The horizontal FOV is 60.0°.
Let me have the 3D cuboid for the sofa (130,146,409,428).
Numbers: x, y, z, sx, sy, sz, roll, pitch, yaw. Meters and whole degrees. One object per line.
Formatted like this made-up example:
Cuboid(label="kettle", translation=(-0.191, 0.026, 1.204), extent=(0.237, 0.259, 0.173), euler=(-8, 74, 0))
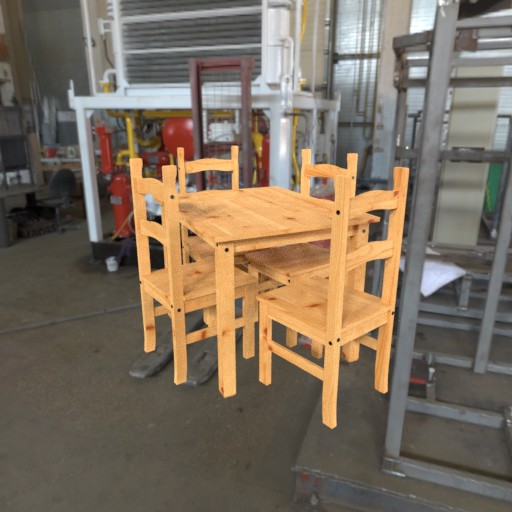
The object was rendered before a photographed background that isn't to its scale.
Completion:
Cuboid(label="sofa", translation=(0.000, 0.000, 2.285), extent=(1.144, 1.000, 1.529), euler=(-8, 20, -24))
